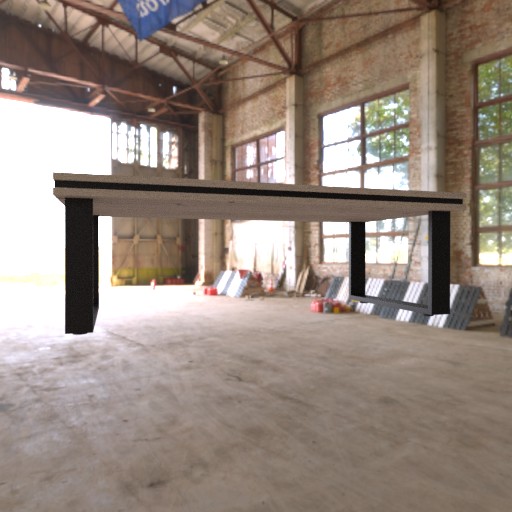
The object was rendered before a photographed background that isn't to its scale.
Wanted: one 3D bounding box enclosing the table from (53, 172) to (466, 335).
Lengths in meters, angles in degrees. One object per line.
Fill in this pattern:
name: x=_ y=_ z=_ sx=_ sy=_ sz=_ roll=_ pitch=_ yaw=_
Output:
table: x=0.000 y=0.000 z=1.707 sx=1.350 sy=0.450 sz=0.700 roll=0 pitch=0 yaw=-18
